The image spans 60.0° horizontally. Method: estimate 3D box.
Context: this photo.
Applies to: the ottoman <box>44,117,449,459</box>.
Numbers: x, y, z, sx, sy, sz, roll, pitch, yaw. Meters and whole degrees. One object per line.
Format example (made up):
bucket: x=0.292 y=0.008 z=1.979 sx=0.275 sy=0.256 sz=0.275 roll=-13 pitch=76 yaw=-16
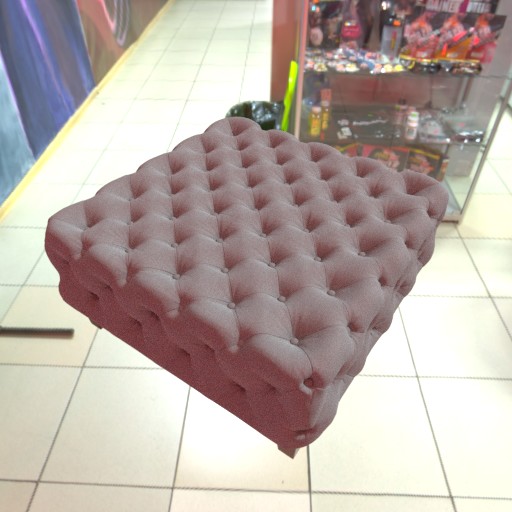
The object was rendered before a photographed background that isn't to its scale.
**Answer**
ottoman: x=0.000 y=0.000 z=1.404 sx=0.917 sy=0.439 sz=0.911 roll=25 pitch=47 yaw=25
